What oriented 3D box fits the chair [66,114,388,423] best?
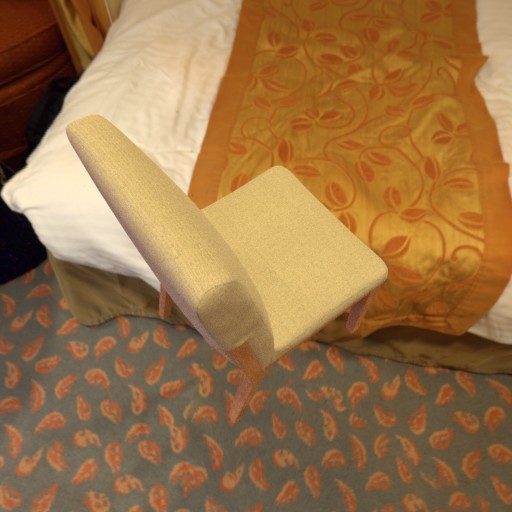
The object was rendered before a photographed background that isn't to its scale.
[{"bbox_3d":[0.000,0.000,1.213,0.586,0.911,0.507,-32,64,-18],"label":"chair"}]
